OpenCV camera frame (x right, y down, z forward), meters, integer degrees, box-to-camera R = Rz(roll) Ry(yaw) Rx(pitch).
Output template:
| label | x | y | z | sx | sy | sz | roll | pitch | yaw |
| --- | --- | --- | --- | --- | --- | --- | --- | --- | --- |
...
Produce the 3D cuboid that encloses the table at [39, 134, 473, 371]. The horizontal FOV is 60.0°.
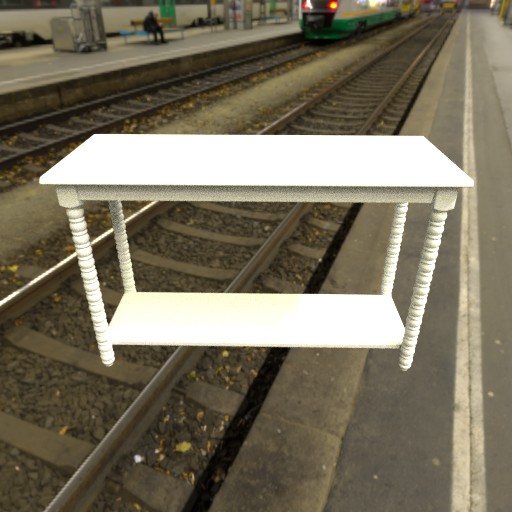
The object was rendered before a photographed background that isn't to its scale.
| label | x | y | z | sx | sy | sz | roll | pitch | yaw |
| --- | --- | --- | --- | --- | --- | --- | --- | --- | --- |
| table | 0.000 | 0.000 | 1.576 | 1.184 | 0.740 | 0.459 | 1 | 30 | 1 |
